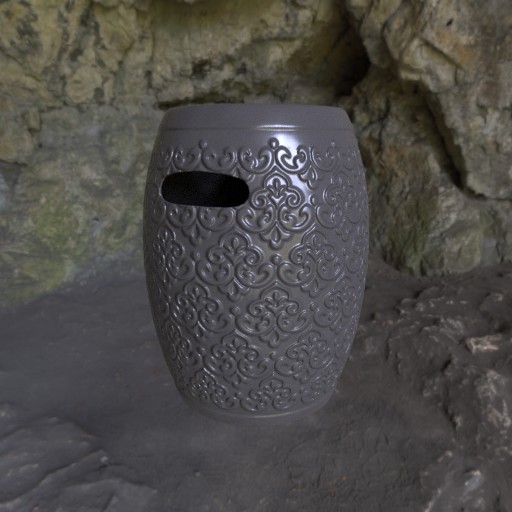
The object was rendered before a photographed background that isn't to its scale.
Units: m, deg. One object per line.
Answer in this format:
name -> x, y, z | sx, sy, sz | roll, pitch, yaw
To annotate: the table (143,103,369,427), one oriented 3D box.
table -> 0.000, 0.000, 0.631 | 0.309, 0.397, 0.309 | 0, 15, 0
